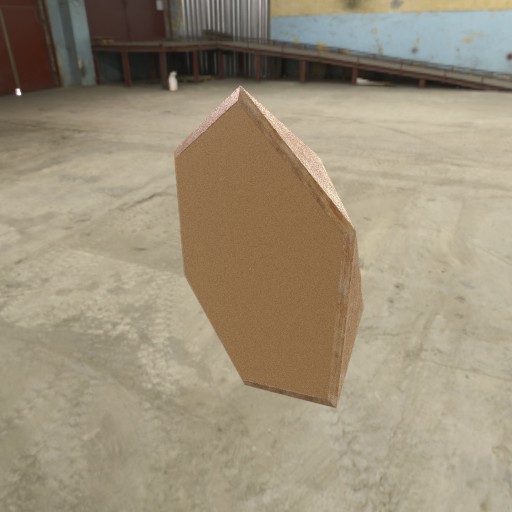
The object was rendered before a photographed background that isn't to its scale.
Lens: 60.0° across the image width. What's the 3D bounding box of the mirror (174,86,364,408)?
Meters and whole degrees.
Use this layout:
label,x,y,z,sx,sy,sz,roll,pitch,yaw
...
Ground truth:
label,x,y,z,sx,sy,sz,roll,pitch,yaw
mirror,0.000,0.000,1.075,0.091,0.779,0.675,-18,32,-31
